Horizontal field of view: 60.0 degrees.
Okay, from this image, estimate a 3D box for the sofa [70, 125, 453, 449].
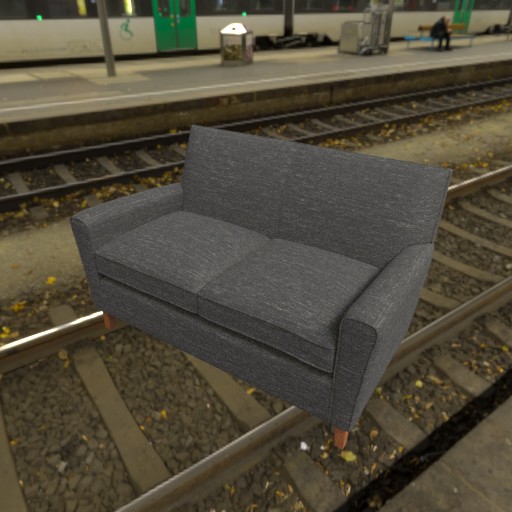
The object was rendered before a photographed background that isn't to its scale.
[{"bbox_3d":[0.000,0.000,2.007,1.420,0.846,0.875,18,34,28],"label":"sofa"}]
